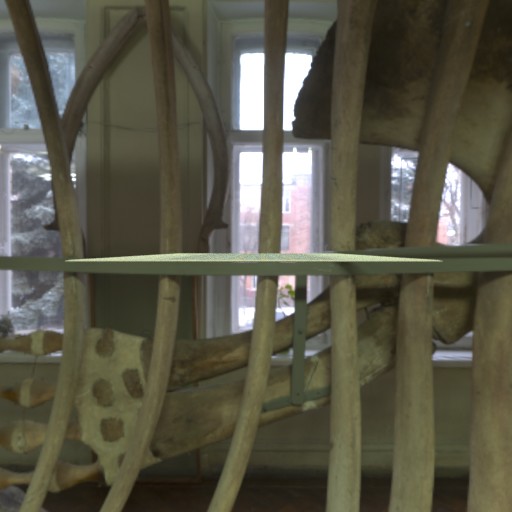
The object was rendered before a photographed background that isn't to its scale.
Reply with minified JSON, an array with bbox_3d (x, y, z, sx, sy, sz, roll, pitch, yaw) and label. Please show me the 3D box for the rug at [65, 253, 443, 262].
[{"bbox_3d":[0.000,0.000,3.028,1.541,0.008,2.448,0,1,1],"label":"rug"}]
